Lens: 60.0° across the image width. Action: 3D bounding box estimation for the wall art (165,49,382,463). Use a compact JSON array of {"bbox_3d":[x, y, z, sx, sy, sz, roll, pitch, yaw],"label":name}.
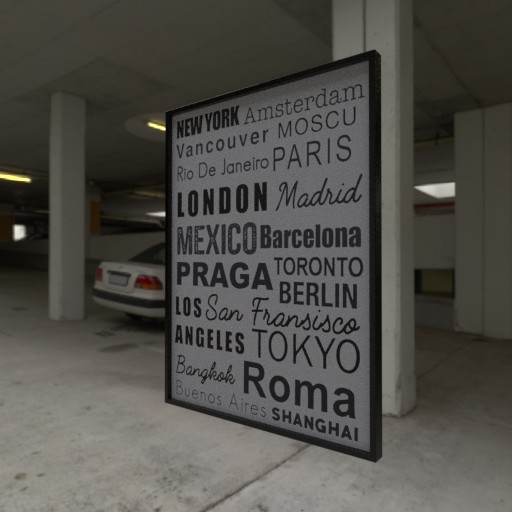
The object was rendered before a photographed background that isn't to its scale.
[{"bbox_3d":[0.000,0.000,1.374,0.788,1.046,0.043,0,-1,37],"label":"wall art"}]
